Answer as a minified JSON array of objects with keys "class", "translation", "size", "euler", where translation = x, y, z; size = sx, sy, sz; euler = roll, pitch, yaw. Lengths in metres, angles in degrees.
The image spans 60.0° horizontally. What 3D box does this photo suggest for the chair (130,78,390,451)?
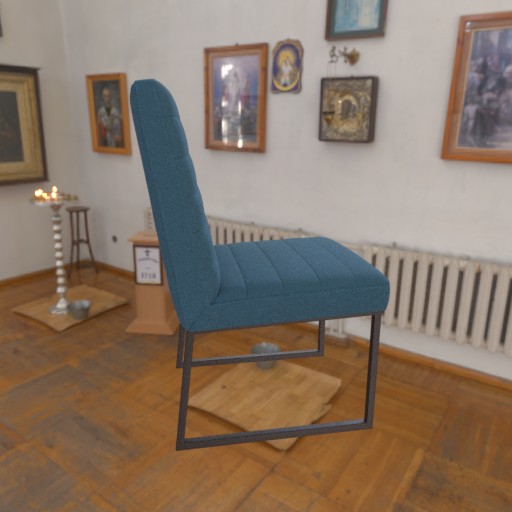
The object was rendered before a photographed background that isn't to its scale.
[{"class":"chair","translation":[0.000,0.000,1.320],"size":[0.634,0.930,0.520],"euler":[-3,15,-9]}]
